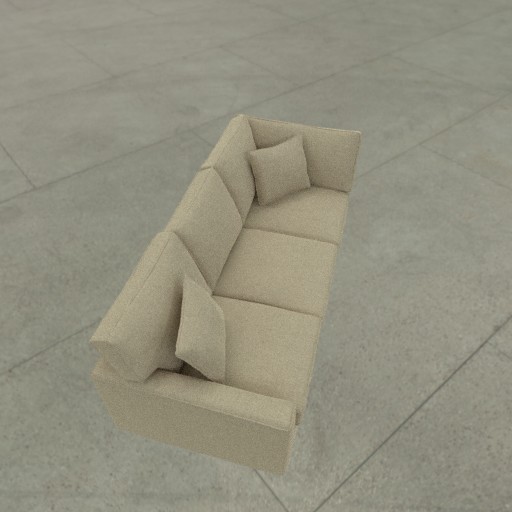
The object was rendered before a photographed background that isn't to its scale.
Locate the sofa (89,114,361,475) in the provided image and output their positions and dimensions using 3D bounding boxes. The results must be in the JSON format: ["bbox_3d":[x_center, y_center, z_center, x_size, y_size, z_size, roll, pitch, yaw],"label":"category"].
[{"bbox_3d":[0.000,0.000,2.931,1.061,0.962,2.317,11,46,11],"label":"sofa"}]
